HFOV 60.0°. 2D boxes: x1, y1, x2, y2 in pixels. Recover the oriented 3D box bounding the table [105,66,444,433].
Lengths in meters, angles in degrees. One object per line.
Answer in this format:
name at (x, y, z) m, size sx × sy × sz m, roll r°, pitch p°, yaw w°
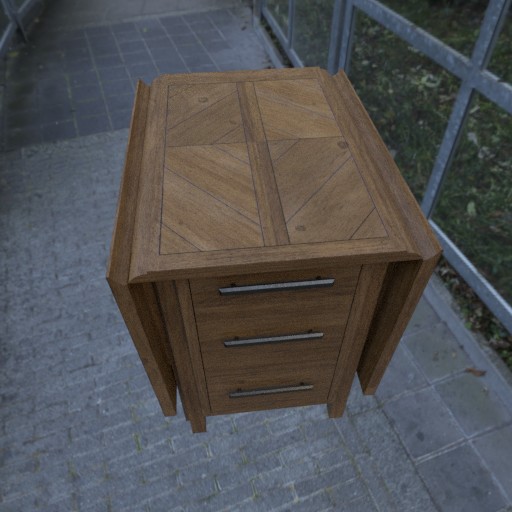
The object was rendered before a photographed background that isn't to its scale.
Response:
table at (0.000, 0.000, 1.292) m, size 0.591 × 0.763 × 0.746 m, roll -5°, pitch 47°, yaw -4°
